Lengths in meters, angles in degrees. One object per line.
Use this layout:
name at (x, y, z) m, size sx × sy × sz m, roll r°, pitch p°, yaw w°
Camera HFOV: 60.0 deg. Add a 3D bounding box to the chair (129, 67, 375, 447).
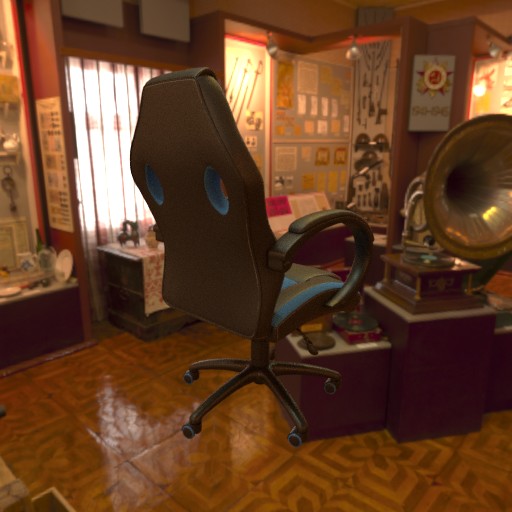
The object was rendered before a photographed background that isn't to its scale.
chair at (0.000, 0.000, 1.616) m, size 0.673 × 1.187 × 0.724 m, roll 13°, pitch 19°, yaw 43°
